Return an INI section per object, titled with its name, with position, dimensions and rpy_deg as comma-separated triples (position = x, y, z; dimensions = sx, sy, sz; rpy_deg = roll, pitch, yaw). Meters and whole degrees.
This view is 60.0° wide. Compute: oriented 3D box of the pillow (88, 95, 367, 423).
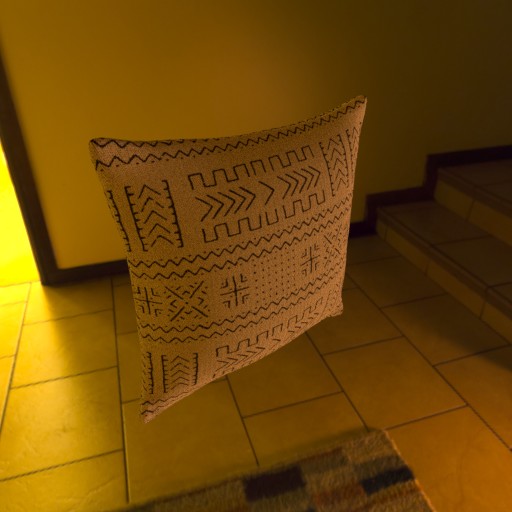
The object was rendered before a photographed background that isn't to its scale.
[pillow]
position = 0.000, 0.000, 0.673
dimensions = 0.438, 0.430, 0.164
rpy_deg = -21, 36, -32
